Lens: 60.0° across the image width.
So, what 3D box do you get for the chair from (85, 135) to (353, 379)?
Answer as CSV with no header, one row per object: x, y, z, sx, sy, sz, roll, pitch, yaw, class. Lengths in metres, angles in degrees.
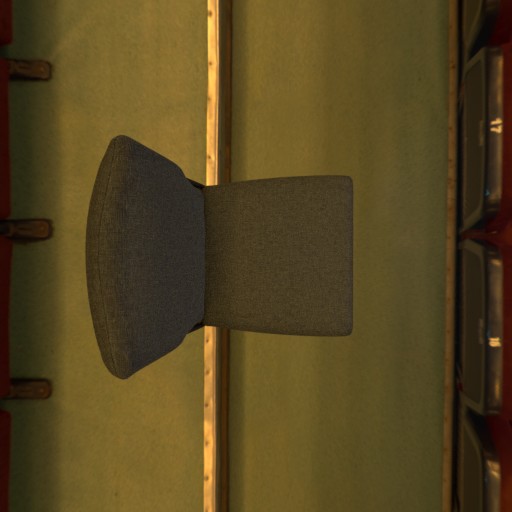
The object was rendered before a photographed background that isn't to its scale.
0.000,0.000,1.254,0.635,0.931,0.480,0,90,0,chair
